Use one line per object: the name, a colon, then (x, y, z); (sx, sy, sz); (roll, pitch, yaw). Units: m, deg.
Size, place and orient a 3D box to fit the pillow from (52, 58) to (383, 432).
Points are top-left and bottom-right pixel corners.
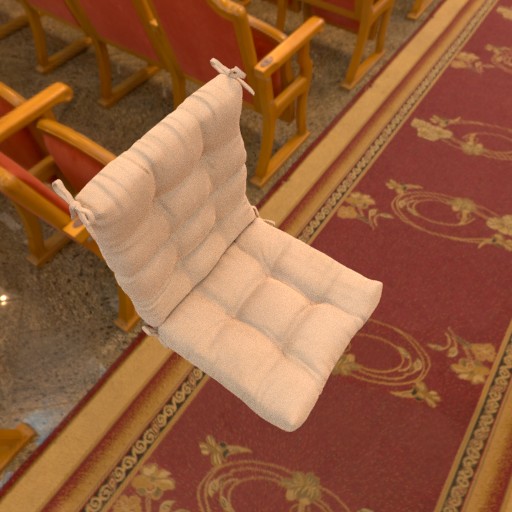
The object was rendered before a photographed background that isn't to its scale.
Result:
pillow: (0.000, 0.000, 1.047); (0.571, 0.605, 0.519); (31, 63, 18)
